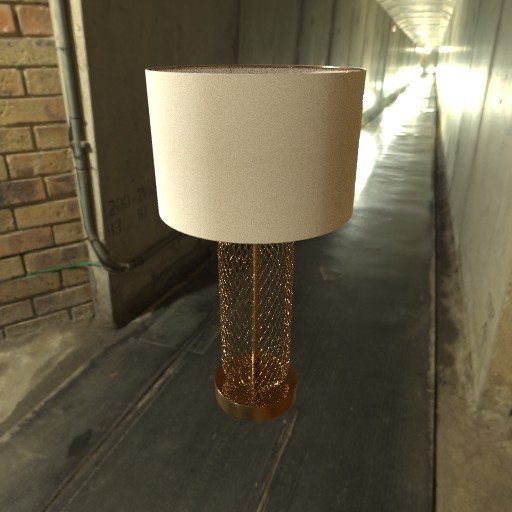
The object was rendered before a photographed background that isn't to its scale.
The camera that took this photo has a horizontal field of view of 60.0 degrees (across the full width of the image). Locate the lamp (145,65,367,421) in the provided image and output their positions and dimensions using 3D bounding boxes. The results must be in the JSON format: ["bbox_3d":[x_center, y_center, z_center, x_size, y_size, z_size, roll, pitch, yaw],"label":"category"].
[{"bbox_3d":[0.000,0.000,0.619,0.252,0.483,0.252,-8,26,-16],"label":"lamp"}]
